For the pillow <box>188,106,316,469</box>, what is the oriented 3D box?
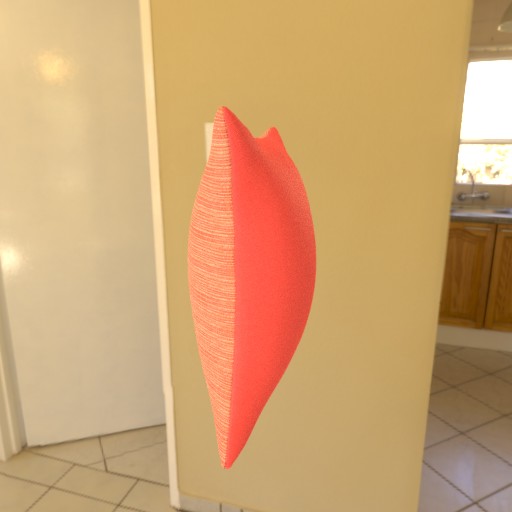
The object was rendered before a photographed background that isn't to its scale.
[{"bbox_3d":[0.000,0.000,0.842,0.229,0.501,0.559,2,14,8],"label":"pillow"}]
